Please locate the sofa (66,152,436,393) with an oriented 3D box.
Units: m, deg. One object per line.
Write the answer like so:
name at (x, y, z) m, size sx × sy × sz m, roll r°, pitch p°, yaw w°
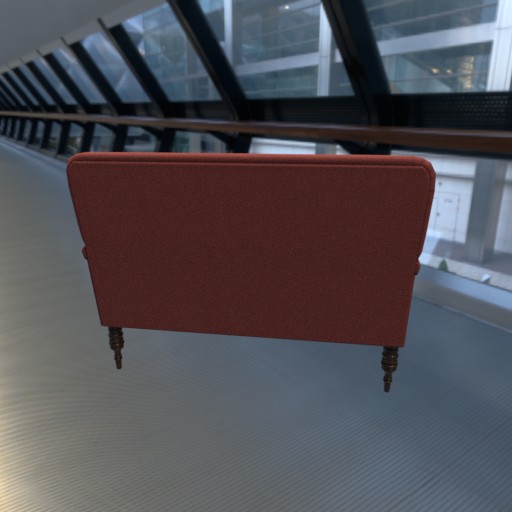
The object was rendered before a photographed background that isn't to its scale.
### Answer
sofa at (0.000, 0.000, 1.863) m, size 1.297 × 0.889 × 0.779 m, roll 3°, pitch 17°, yaw 8°
